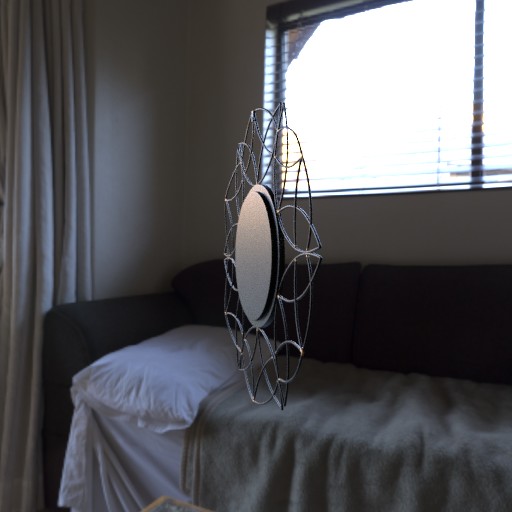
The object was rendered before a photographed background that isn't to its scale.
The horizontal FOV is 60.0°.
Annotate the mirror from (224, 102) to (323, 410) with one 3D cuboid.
[{"bbox_3d":[0.000,0.000,1.183,0.028,0.775,0.797,0,0,-17],"label":"mirror"}]
